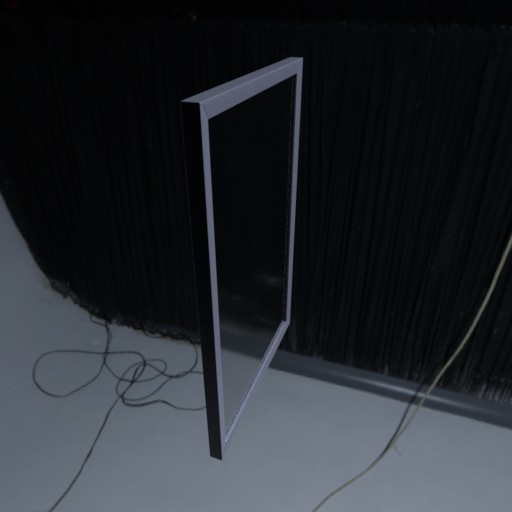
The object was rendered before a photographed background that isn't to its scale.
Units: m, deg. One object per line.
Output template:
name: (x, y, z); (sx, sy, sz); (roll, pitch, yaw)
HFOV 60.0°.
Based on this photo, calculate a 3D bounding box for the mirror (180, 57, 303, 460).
mirror: (0.000, 0.000, 1.191); (0.040, 0.915, 0.609); (11, 32, 18)
